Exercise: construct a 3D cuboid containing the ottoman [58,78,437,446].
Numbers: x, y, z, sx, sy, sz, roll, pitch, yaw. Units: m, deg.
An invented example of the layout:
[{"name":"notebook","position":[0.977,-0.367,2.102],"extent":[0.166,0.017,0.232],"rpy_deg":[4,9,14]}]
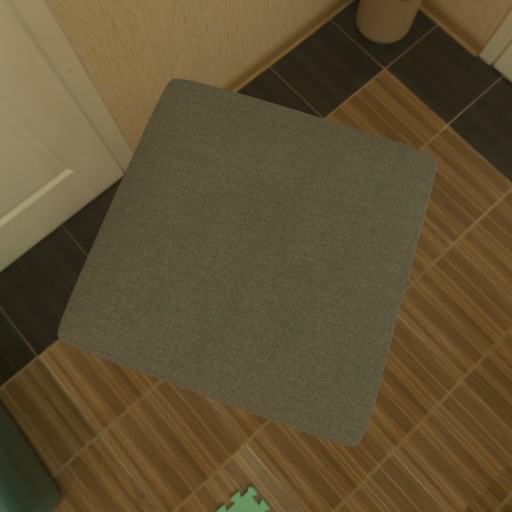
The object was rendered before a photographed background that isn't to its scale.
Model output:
[{"name":"ottoman","position":[0.000,0.000,1.353],"extent":[0.840,0.436,0.843],"rpy_deg":[19,77,4]}]
